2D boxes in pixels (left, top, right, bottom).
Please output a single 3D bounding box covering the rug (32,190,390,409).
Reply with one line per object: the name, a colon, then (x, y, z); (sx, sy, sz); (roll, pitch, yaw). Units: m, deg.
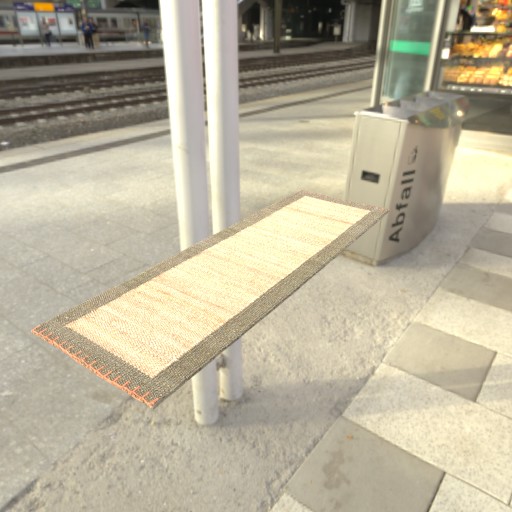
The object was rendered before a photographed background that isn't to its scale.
rug: (0.000, 0.000, 2.679); (0.810, 0.016, 2.413); (18, 32, 31)
